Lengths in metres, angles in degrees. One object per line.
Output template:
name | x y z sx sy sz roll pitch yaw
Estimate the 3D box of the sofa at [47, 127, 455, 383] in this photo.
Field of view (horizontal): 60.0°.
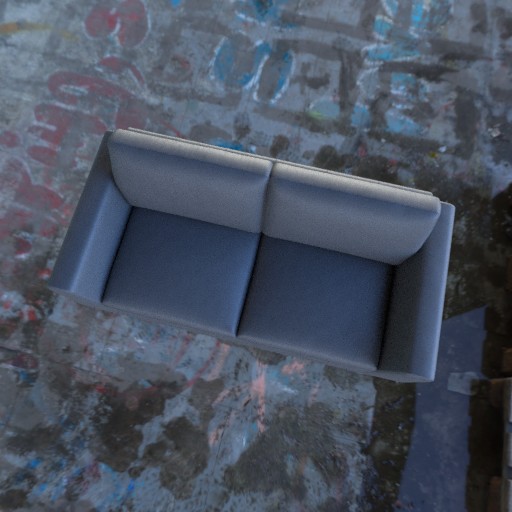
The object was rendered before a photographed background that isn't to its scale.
sofa | 0.000 0.000 2.490 2.017 0.875 0.953 13 74 4
